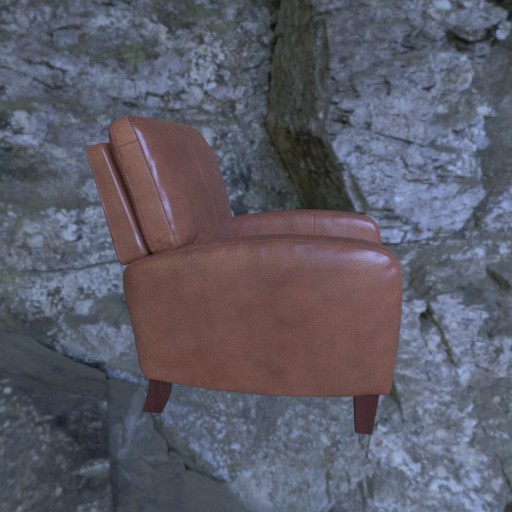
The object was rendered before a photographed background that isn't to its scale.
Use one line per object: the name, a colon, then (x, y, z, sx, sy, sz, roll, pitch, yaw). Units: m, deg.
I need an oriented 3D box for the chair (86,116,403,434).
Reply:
chair: (0.000, 0.000, 1.683, 0.990, 0.990, 0.762, 2, 14, 9)
